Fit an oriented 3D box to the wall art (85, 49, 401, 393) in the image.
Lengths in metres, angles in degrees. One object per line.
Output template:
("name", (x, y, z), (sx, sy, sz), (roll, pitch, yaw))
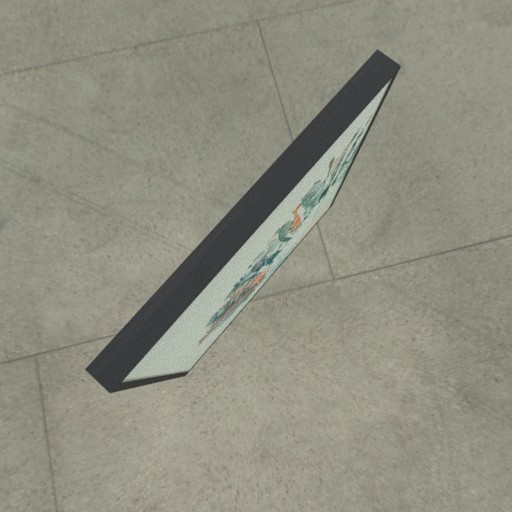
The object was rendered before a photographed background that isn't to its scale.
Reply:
("wall art", (0.000, 0.000, 0.752), (0.037, 0.507, 0.509), (40, 80, 9))
